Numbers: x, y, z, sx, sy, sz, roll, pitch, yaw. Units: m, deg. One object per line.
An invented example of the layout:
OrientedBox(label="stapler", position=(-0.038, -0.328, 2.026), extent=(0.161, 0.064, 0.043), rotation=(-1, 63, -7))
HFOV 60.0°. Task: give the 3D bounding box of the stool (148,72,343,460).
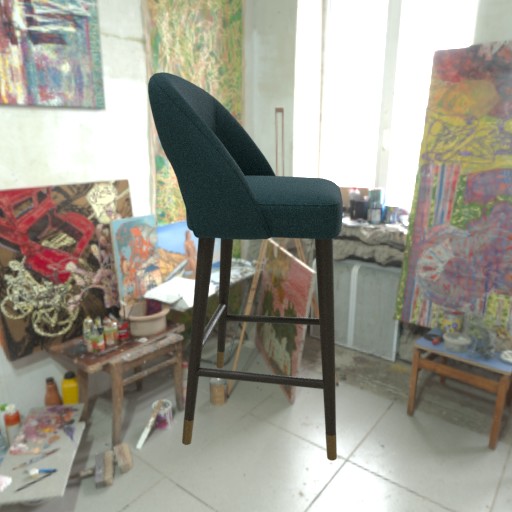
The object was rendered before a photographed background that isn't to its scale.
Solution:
OrientedBox(label="stool", position=(0.000, 0.000, 1.342), extent=(0.522, 1.032, 0.536), rotation=(2, 16, 8))
